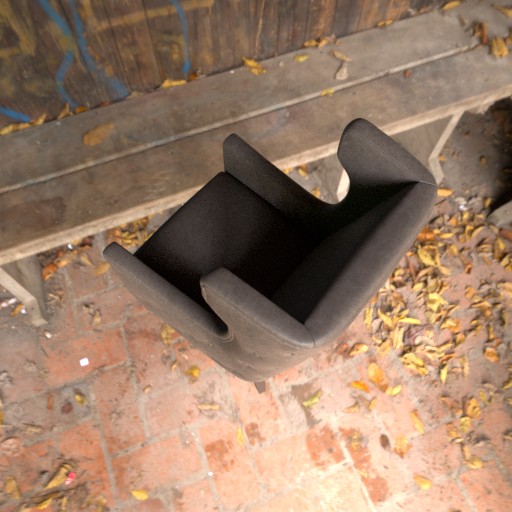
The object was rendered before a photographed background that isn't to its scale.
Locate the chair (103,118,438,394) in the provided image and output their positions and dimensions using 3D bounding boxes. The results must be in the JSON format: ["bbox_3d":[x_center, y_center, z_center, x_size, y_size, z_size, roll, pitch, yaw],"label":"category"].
[{"bbox_3d":[0.000,0.000,1.682,0.899,1.079,0.769,36,69,17],"label":"chair"}]
